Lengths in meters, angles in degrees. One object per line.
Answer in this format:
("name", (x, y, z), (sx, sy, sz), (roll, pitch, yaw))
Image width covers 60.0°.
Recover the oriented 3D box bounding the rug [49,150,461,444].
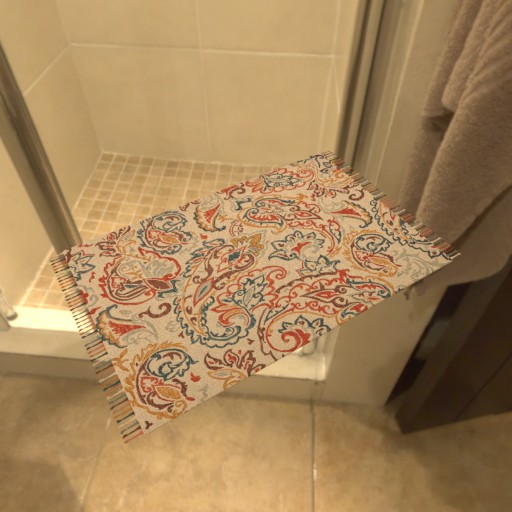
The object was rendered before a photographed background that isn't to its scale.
("rug", (0.000, 0.000, 2.492), (1.997, 0.010, 1.218), (-25, 52, -21))
